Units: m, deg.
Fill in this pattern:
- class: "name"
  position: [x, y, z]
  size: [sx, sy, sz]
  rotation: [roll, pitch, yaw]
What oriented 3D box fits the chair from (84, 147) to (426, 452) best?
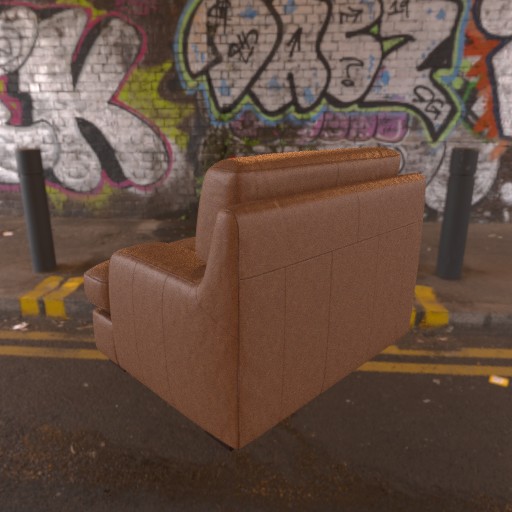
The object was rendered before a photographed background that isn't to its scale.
- class: "chair"
  position: [0.000, 0.000, 2.043]
  size: [1.050, 0.978, 1.276]
  rotation: [16, 24, 42]
